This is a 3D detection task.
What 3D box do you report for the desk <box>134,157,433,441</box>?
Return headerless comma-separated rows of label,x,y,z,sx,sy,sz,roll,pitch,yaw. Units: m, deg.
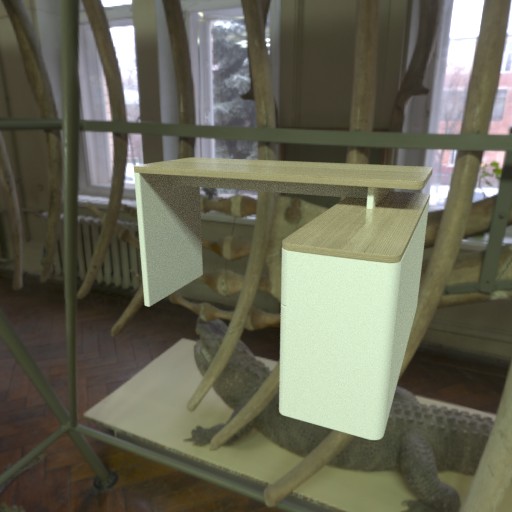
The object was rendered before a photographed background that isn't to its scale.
desk,0.000,0.000,2.077,1.400,0.770,1.175,8,19,23
